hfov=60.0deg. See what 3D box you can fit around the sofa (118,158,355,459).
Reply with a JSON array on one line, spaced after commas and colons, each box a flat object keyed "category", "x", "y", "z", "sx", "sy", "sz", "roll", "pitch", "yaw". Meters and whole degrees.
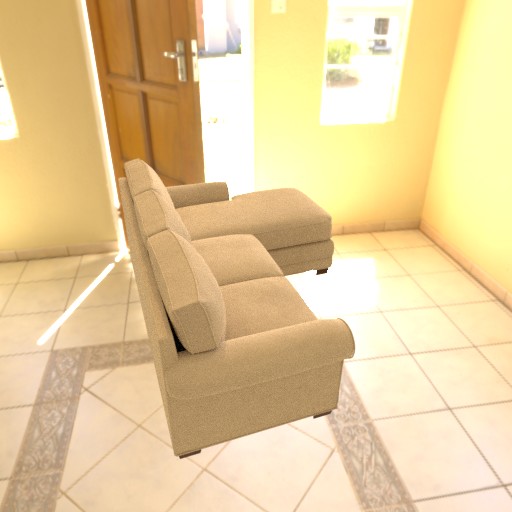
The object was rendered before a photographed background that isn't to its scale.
[{"category": "sofa", "x": 0.000, "y": 0.000, "z": 2.353, "sx": 1.226, "sy": 0.734, "sz": 1.770, "roll": -10, "pitch": 31, "yaw": -17}]
